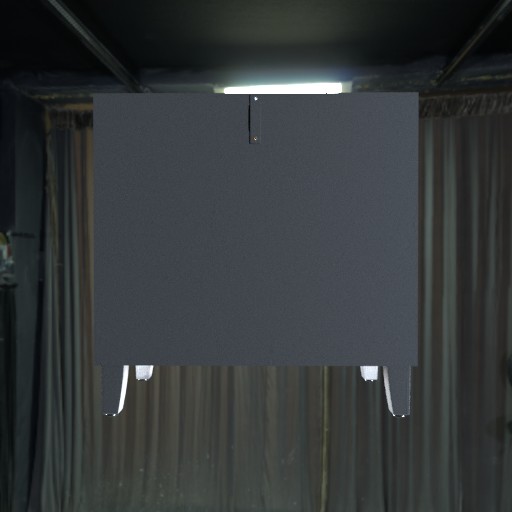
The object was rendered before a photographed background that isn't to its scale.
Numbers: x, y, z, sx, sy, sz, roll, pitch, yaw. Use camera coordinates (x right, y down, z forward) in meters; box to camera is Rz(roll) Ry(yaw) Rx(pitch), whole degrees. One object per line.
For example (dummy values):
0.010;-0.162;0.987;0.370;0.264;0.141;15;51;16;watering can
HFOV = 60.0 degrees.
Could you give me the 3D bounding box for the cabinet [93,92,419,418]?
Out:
0.000;0.000;1.247;0.781;0.787;0.370;0;1;1;cabinet
